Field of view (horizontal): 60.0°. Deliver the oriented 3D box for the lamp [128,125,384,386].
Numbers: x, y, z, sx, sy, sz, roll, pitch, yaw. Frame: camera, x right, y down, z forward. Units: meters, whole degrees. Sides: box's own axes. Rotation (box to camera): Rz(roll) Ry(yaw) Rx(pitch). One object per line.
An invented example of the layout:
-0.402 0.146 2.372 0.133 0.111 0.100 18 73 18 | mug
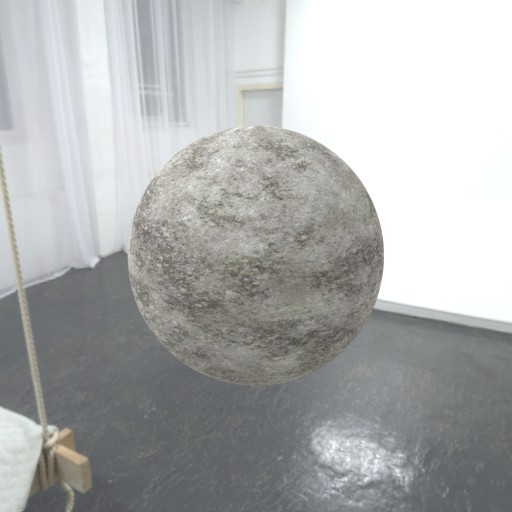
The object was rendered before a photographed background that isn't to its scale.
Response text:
0.000 0.000 0.759 0.422 0.429 0.422 0 17 0 | lamp
